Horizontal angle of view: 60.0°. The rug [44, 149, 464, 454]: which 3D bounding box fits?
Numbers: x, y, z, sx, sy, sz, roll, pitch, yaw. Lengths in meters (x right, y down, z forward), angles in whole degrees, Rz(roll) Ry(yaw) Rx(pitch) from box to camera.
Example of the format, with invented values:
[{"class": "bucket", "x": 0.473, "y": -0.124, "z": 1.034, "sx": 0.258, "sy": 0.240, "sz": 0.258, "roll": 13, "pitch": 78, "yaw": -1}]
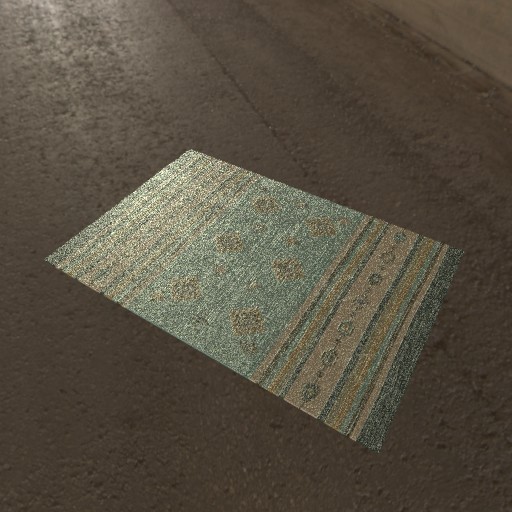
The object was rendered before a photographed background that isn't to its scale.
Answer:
[{"class": "rug", "x": 0.000, "y": 0.000, "z": 2.297, "sx": 1.811, "sy": 0.010, "sz": 1.212, "roll": 24, "pitch": 51, "yaw": 22}]
